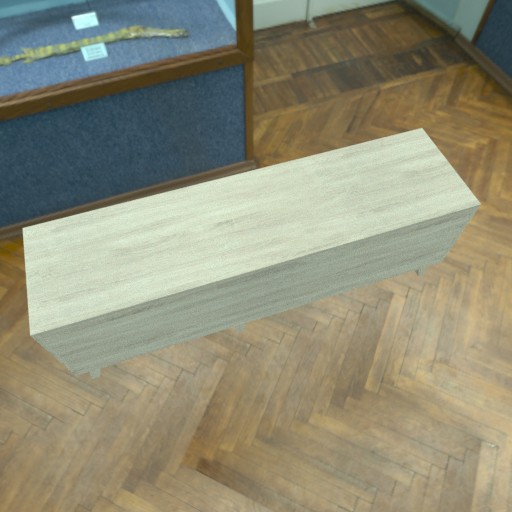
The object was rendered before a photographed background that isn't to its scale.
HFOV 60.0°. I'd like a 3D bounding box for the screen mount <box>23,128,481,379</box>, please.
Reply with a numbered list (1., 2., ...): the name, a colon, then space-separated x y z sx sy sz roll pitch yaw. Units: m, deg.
1. screen mount: 0.000 0.000 1.713 1.500 0.510 0.400 -16 59 -10
